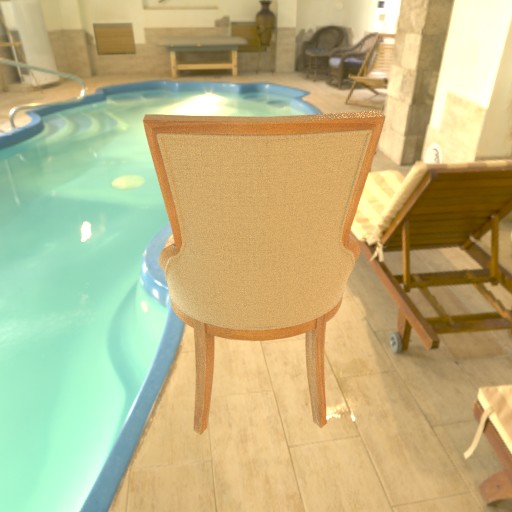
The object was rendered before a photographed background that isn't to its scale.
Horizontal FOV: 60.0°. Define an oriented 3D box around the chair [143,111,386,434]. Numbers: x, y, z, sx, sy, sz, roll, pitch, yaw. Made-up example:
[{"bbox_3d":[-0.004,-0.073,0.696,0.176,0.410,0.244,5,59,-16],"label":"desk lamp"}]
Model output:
[{"bbox_3d":[0.000,0.000,1.314,0.524,0.947,0.641,-2,31,-3],"label":"chair"}]
